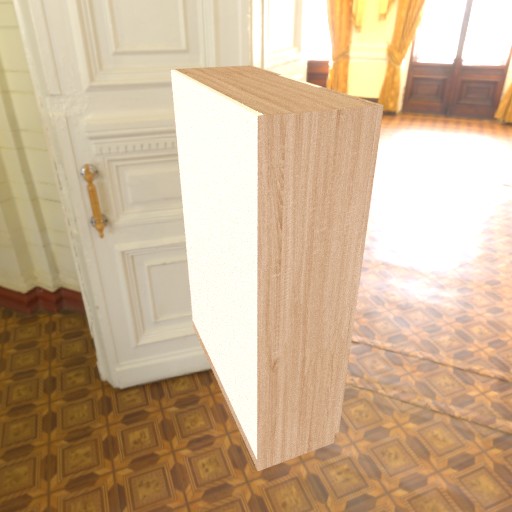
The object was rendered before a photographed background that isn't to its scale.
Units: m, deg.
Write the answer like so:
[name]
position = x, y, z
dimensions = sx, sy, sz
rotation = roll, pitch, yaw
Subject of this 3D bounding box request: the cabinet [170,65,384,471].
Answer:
[cabinet]
position = 0.000, 0.000, 2.888
dimensions = 0.590, 2.120, 1.500
rotation = -11, 32, -19
